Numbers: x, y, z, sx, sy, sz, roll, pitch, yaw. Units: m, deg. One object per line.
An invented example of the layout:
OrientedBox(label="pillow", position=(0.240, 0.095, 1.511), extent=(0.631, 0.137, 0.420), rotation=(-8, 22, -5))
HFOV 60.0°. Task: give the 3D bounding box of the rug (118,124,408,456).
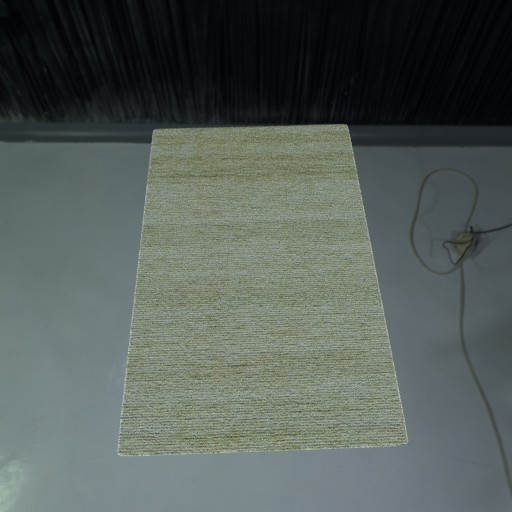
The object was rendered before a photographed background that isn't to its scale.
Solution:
OrientedBox(label="rug", position=(0.000, 0.000, 2.168), extent=(1.143, 0.010, 1.758), rotation=(-2, 60, -1))
